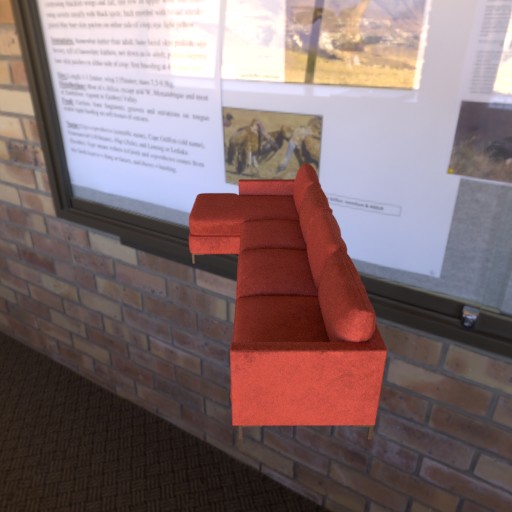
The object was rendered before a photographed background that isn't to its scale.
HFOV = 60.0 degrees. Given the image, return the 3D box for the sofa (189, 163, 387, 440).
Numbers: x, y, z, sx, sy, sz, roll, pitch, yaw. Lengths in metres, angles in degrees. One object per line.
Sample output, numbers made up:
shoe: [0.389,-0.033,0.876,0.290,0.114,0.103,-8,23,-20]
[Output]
sofa: [0.000,0.000,4.148,1.500,0.967,3.400,0,27,0]
